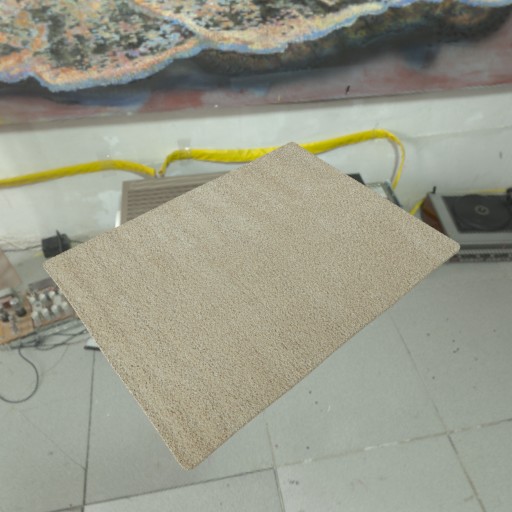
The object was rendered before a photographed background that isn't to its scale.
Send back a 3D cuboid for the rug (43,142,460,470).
[{"bbox_3d":[0.000,0.000,2.105,1.600,0.025,1.199,-31,54,-26],"label":"rug"}]
